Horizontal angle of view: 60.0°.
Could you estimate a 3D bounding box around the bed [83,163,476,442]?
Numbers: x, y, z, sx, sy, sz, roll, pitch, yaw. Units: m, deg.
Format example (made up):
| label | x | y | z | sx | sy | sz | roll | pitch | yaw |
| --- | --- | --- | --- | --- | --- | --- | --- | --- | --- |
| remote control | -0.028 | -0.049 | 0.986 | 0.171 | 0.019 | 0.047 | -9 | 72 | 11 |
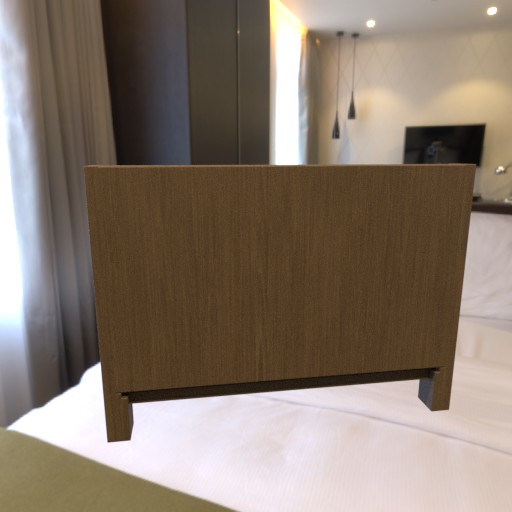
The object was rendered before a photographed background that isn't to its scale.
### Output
| label | x | y | z | sx | sy | sz | roll | pitch | yaw |
| --- | --- | --- | --- | --- | --- | --- | --- | --- | --- |
| bed | 0.000 | 0.000 | 3.005 | 1.735 | 1.261 | 1.992 | -2 | 13 | -9 |
